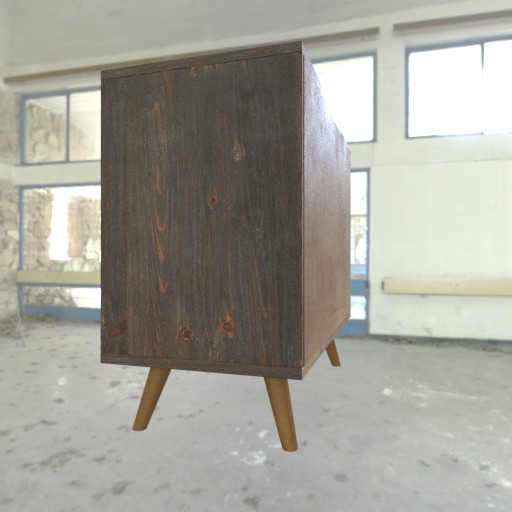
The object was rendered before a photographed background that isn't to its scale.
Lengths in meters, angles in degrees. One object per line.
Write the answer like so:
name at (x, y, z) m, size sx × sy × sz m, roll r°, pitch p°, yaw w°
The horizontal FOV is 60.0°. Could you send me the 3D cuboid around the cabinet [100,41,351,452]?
cabinet at (0.000, 0.000, 1.490) m, size 0.529 × 0.897 × 1.023 m, roll 0°, pitch 0°, yaw 18°
